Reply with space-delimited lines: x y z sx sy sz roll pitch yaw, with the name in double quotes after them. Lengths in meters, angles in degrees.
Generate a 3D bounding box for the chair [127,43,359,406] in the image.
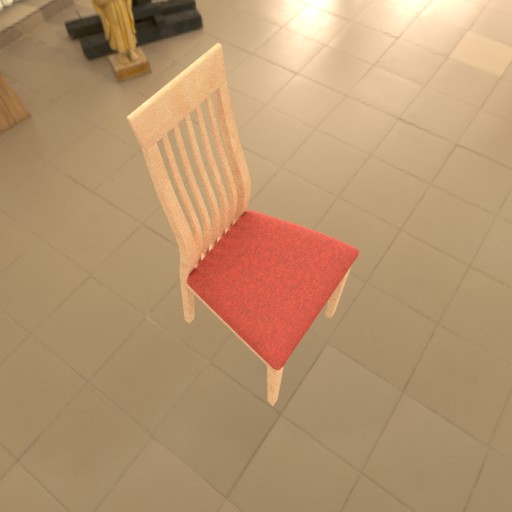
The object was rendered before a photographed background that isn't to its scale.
0.000 0.000 1.289 0.474 1.027 0.460 31 64 17 "chair"
